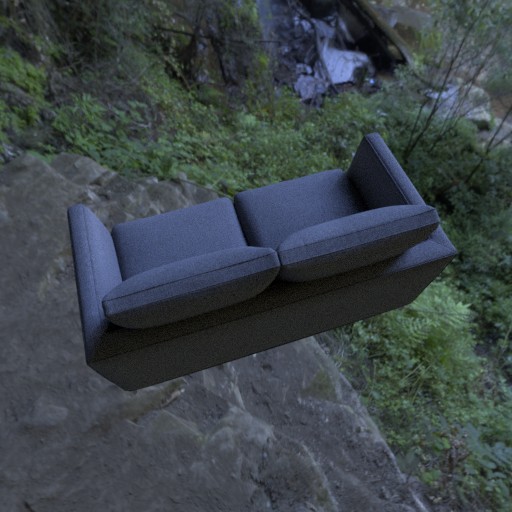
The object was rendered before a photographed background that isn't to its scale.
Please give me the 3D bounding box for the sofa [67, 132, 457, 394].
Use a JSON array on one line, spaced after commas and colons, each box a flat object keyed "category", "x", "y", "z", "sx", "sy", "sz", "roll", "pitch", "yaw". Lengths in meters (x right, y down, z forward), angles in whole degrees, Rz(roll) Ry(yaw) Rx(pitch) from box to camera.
[{"category": "sofa", "x": 0.000, "y": 0.000, "z": 2.170, "sx": 1.594, "sy": 0.924, "sz": 0.803, "roll": -16, "pitch": 60, "yaw": -9}]
